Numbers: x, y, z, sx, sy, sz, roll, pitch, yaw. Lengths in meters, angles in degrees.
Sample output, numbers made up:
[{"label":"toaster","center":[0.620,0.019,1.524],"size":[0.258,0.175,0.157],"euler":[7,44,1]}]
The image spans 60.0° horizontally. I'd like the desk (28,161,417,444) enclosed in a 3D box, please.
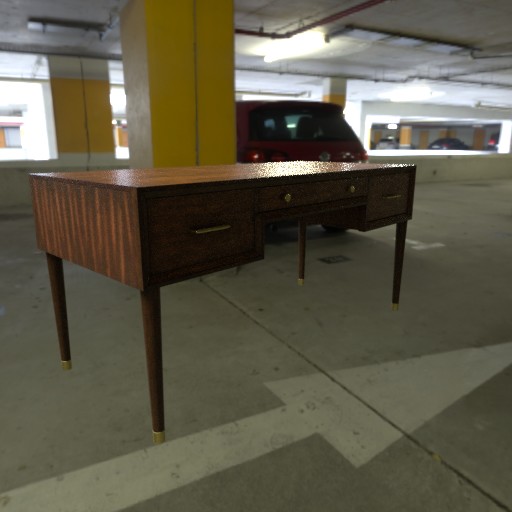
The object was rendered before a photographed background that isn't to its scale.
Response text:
[{"label":"desk","center":[0.000,0.000,1.971],"size":[0.724,0.762,1.575],"euler":[13,19,42]}]
